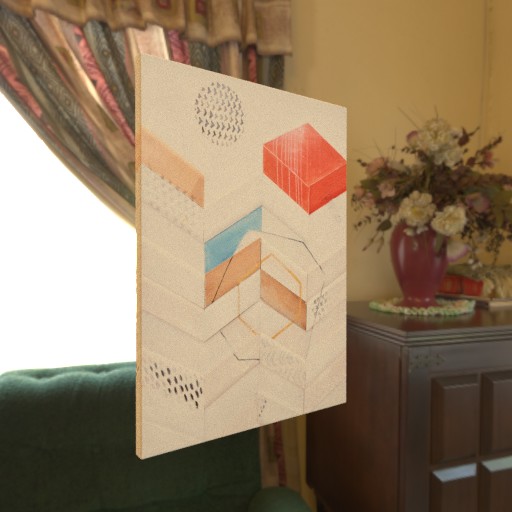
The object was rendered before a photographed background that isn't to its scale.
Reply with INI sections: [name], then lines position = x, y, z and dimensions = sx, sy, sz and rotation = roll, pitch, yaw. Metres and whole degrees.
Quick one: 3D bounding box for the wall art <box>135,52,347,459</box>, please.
[wall art]
position = 0.000, 0.000, 1.112
dimensions = 0.613, 0.848, 0.036
rotation = 0, 1, -35
